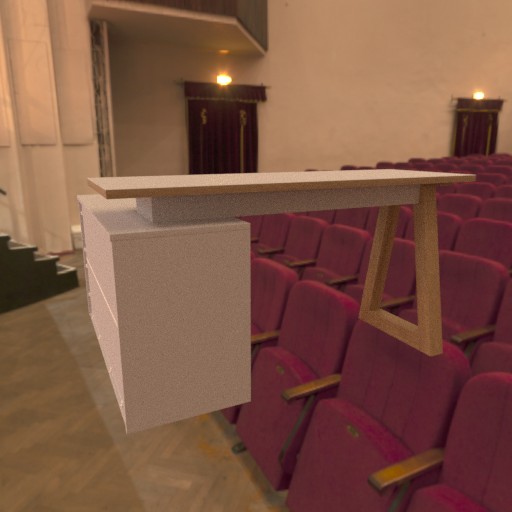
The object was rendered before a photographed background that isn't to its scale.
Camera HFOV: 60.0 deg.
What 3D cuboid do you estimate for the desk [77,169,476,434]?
[{"bbox_3d":[0.000,0.000,2.027,1.404,0.755,1.098,-7,15,-25],"label":"desk"}]
